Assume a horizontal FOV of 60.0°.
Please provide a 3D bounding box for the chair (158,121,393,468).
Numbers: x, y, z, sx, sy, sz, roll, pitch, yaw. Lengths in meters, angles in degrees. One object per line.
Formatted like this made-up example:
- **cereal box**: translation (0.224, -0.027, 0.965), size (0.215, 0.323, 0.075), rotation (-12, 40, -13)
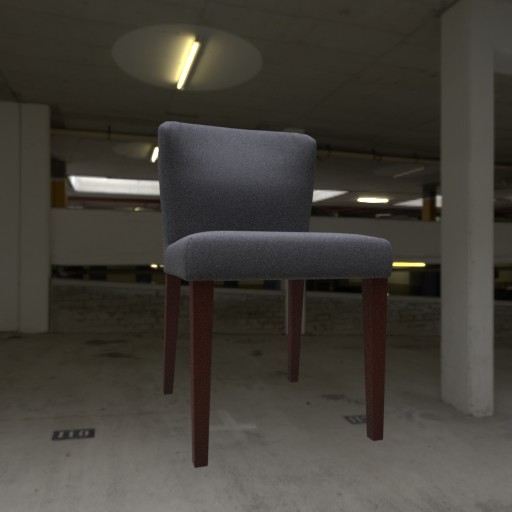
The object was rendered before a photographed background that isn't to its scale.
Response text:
- **chair**: translation (0.000, 0.000, 1.199), size (0.491, 0.839, 0.592), rotation (0, 0, -18)
